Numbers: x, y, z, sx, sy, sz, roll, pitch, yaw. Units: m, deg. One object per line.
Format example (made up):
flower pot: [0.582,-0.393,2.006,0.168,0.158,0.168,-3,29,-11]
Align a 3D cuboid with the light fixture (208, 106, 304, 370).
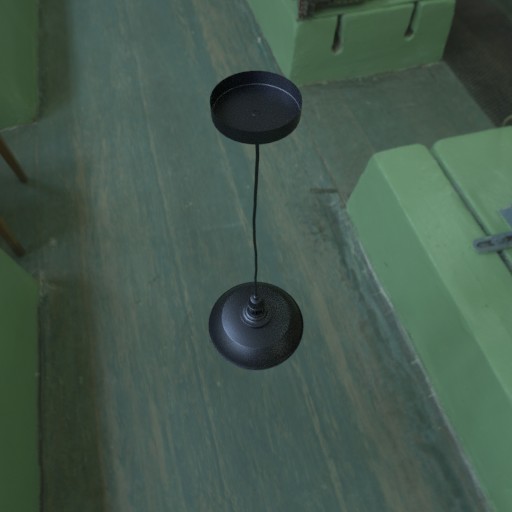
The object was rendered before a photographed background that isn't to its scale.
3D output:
light fixture: [0.000,0.000,1.168,0.331,0.993,0.331,-14,59,-9]
